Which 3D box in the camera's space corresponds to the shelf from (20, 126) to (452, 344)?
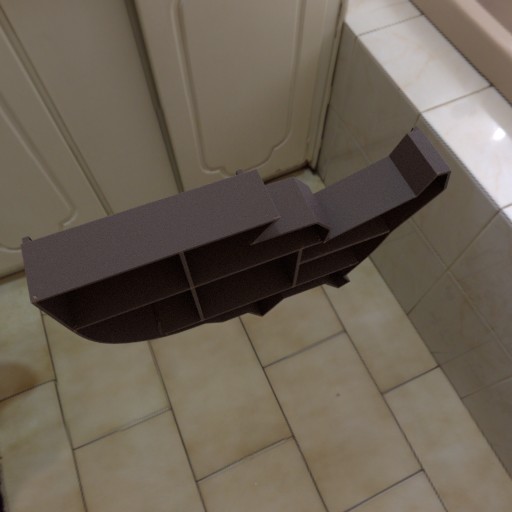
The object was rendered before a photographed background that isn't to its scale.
[{"bbox_3d":[0.000,0.000,0.905,0.729,0.439,0.112,-19,64,-10],"label":"shelf"}]
